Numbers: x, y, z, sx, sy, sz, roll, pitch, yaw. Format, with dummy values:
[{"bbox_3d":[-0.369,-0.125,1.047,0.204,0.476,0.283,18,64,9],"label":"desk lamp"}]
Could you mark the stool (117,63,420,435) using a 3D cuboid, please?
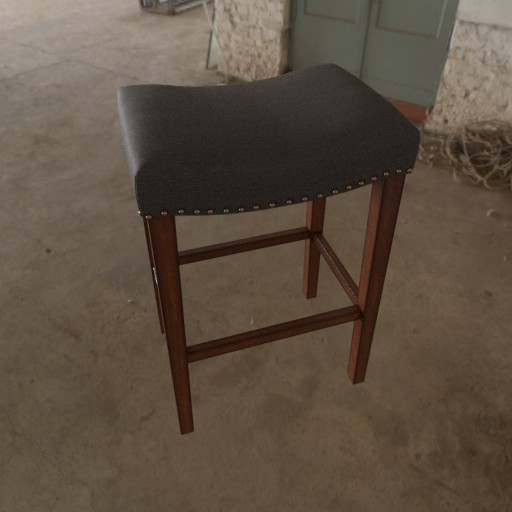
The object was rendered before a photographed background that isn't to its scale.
[{"bbox_3d":[0.000,0.000,1.033,0.502,0.748,0.366,-12,43,-13],"label":"stool"}]
